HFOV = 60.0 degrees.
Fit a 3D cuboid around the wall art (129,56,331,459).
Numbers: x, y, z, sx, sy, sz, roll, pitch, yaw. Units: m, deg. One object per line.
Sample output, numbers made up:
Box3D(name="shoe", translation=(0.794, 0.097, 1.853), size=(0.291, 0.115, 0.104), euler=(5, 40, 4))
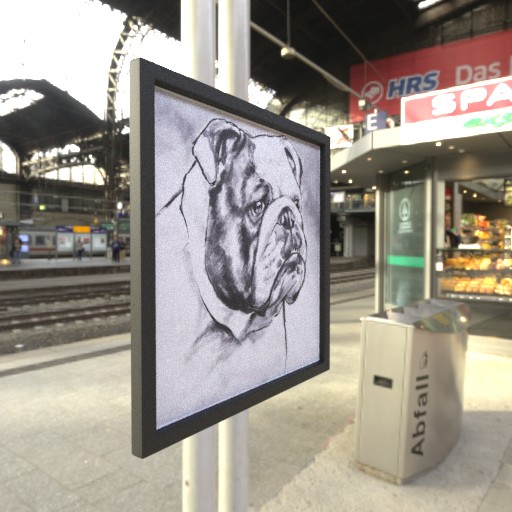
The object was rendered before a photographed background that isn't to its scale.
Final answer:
Box3D(name="wall art", translation=(0.000, 0.000, 0.685), size=(0.022, 0.453, 0.456), euler=(1, 2, 37))
